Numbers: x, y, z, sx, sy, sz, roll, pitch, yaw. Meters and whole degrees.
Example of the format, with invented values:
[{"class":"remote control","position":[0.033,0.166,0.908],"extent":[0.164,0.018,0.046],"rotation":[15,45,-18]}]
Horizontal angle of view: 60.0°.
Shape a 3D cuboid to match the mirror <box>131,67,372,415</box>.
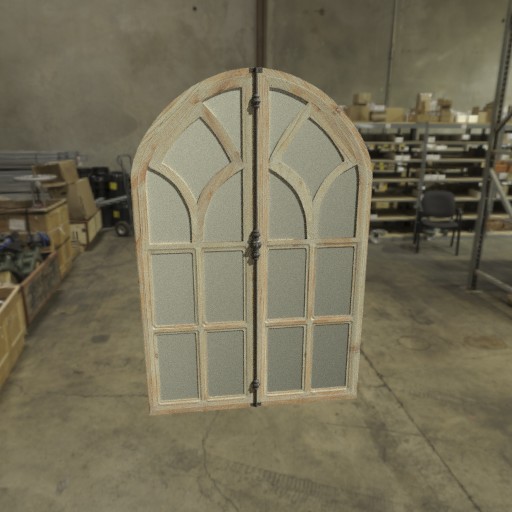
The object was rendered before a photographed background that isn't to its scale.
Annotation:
[{"class":"mirror","position":[0.000,0.000,1.161],"extent":[0.609,0.915,0.032],"rotation":[-2,17,-8]}]
